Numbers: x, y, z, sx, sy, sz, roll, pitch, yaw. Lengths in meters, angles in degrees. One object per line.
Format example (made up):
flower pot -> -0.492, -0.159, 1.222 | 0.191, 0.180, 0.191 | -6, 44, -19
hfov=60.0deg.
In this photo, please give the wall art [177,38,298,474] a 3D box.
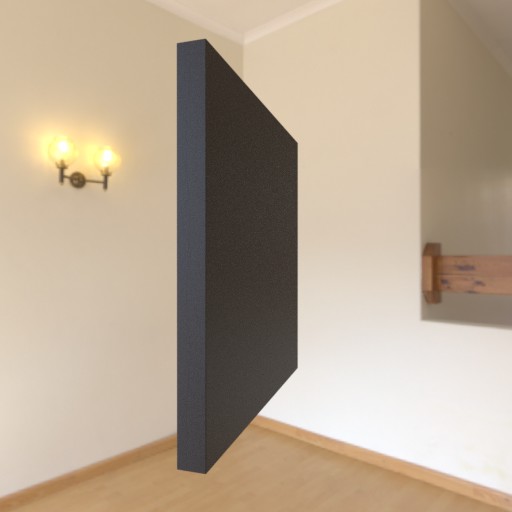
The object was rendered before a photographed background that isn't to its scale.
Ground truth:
wall art -> 0.000, 0.000, 0.763 | 0.038, 0.507, 0.507 | 0, 0, 18
